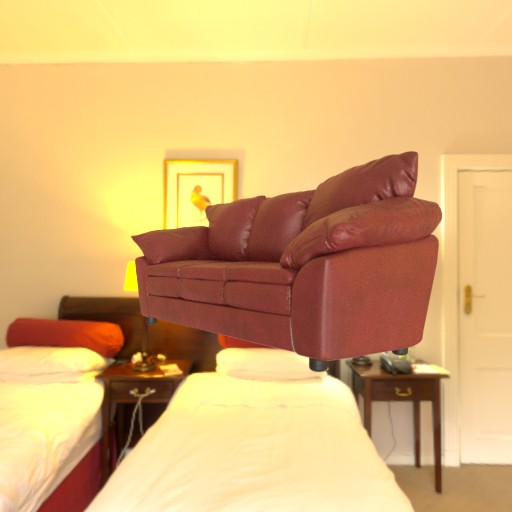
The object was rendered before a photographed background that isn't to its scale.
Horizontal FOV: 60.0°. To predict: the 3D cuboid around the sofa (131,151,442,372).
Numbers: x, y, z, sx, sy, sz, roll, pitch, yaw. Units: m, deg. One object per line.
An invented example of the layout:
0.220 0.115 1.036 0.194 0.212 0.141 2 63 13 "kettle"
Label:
0.000 0.000 3.010 0.907 1.091 2.390 1 -1 -36 "sofa"
